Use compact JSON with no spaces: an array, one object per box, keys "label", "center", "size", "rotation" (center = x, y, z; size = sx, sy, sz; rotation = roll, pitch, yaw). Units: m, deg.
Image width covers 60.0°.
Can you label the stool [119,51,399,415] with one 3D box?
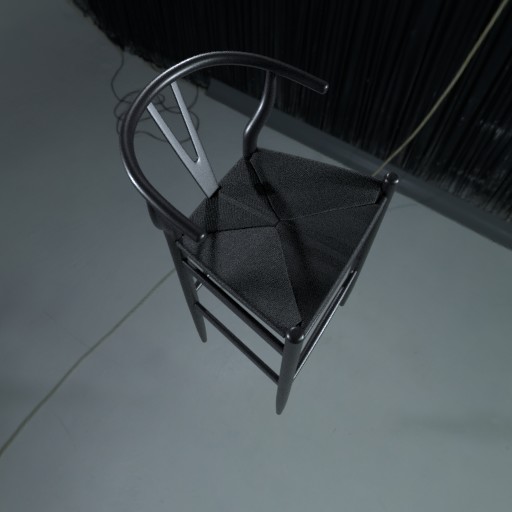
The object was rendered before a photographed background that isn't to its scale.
[{"label":"stool","center":[0.000,0.000,1.398],"size":[0.579,1.072,0.569],"rotation":[28,63,16]}]
